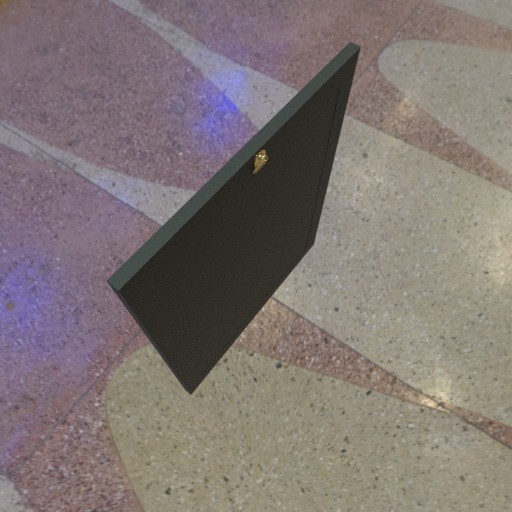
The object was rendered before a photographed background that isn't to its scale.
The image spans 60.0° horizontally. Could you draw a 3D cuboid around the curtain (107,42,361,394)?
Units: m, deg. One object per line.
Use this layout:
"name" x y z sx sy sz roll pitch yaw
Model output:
"curtain" 0.000 0.000 0.813 0.027 0.585 0.483 34 67 16
